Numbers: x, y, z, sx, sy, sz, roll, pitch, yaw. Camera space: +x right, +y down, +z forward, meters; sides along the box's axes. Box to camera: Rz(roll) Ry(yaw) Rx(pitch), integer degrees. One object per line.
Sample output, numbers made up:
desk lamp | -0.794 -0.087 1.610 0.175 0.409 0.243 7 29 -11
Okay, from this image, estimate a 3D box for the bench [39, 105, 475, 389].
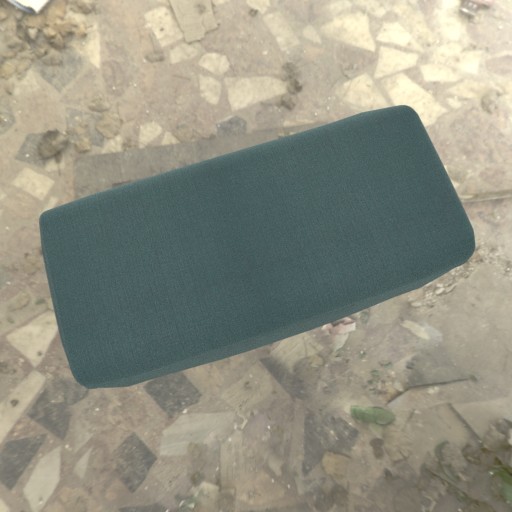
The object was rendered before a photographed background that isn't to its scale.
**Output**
bench | 0.000 0.000 1.252 0.995 0.474 0.476 -18 75 -5
